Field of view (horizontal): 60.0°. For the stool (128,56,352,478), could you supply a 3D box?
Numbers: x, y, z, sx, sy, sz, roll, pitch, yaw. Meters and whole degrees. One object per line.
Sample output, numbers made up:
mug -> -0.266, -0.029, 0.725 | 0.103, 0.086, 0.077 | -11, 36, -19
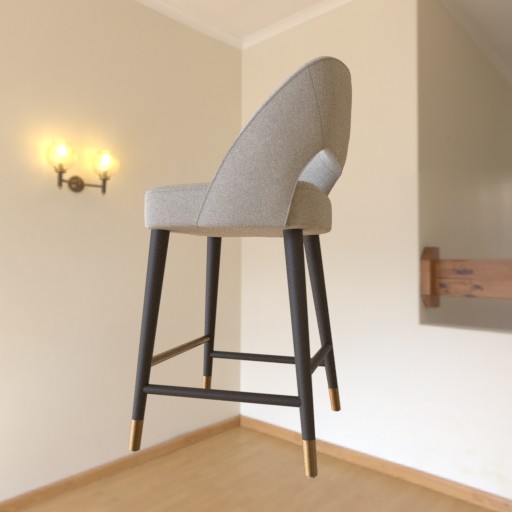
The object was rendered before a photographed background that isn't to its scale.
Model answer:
stool -> 0.000, 0.000, 1.205 | 0.509, 0.940, 0.494 | 0, 0, 17
